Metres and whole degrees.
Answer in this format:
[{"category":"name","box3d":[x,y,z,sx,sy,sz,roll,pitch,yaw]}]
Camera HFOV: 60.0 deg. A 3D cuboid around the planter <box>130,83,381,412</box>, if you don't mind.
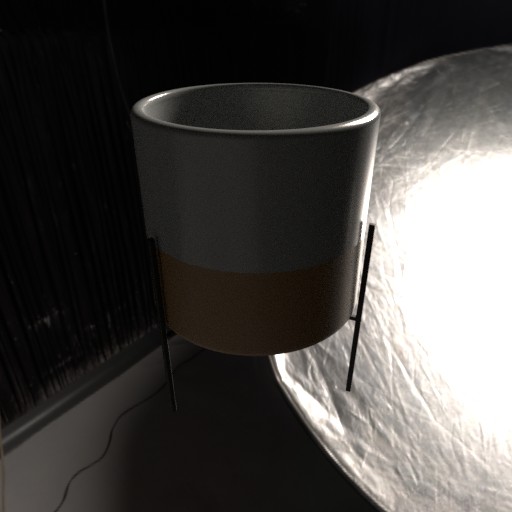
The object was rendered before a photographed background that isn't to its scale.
[{"category":"planter","box3d":[0.000,0.000,0.647,0.310,0.432,0.310,20,36,31]}]
